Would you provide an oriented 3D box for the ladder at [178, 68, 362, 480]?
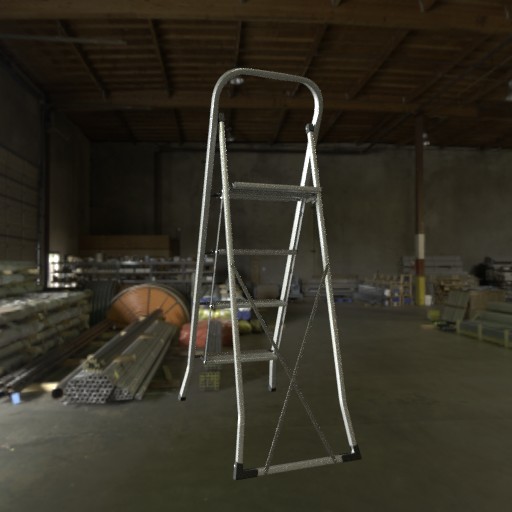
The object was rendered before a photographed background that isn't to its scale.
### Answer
[{"bbox_3d":[0.000,0.000,1.716,0.465,1.290,0.830,0,-1,-19],"label":"ladder"}]
